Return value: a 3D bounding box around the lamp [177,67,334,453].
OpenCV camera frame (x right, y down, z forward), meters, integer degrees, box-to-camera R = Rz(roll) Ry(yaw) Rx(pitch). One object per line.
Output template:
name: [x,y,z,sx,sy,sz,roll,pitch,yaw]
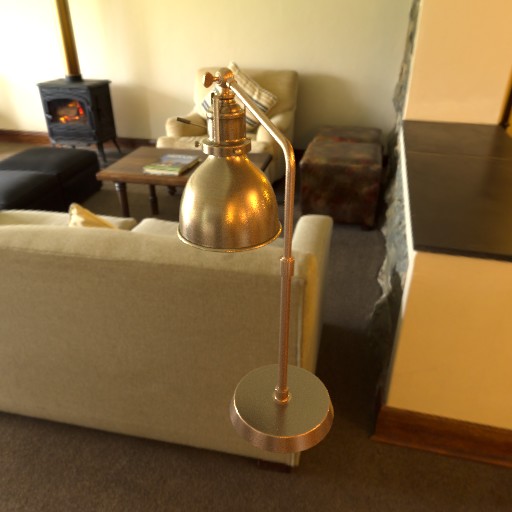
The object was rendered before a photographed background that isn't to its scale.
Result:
lamp: [0.000,0.000,0.594,0.153,0.456,0.286,-18,34,-30]
